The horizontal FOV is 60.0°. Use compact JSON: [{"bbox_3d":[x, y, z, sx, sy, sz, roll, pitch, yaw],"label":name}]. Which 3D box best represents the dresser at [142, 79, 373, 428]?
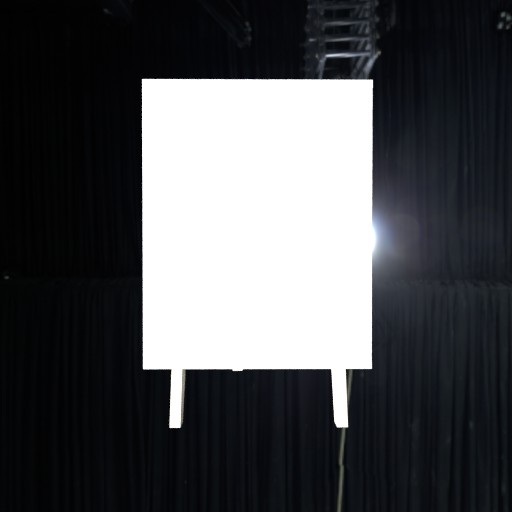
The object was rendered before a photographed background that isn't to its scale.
[{"bbox_3d":[0.000,0.000,1.521,0.500,0.780,1.110,0,1,0],"label":"dresser"}]
